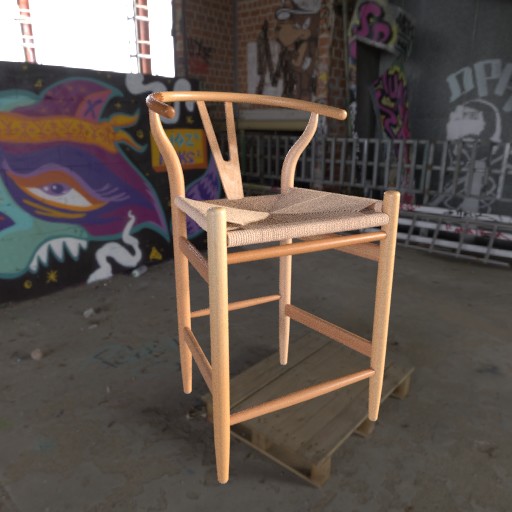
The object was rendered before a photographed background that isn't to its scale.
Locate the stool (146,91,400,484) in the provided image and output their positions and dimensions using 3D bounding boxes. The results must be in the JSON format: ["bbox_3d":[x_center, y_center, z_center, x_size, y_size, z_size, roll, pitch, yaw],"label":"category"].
[{"bbox_3d":[0.000,0.000,1.276,0.536,0.923,0.575,-9,19,-28],"label":"stool"}]
